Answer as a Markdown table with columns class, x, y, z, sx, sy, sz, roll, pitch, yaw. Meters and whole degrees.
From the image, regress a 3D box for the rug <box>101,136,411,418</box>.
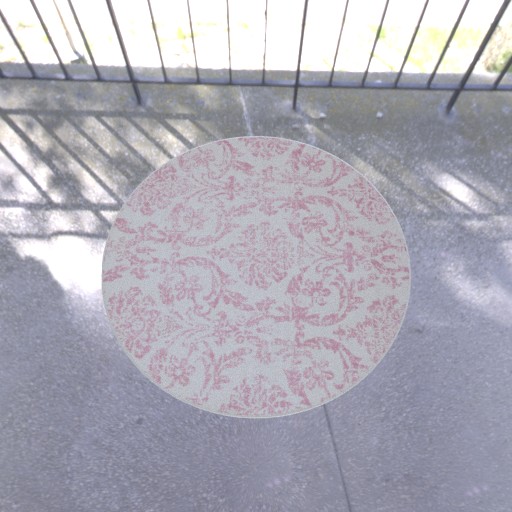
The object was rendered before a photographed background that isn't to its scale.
| class | x | y | z | sx | sy | sz | roll | pitch | yaw |
| --- | --- | --- | --- | --- | --- | --- | --- | --- | --- |
| rug | 0.000 | 0.000 | 2.305 | 1.593 | 0.012 | 1.593 | 0 | 64 | 0 |
